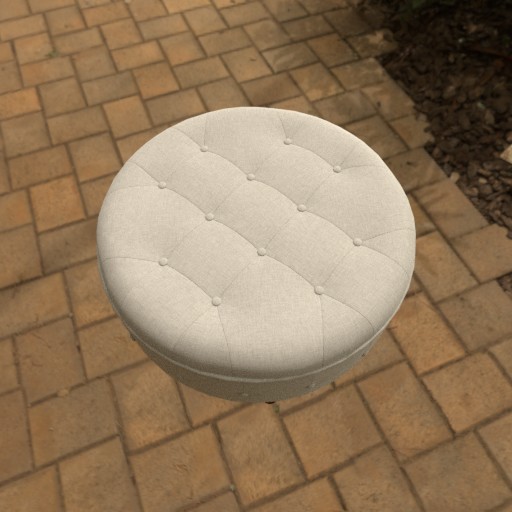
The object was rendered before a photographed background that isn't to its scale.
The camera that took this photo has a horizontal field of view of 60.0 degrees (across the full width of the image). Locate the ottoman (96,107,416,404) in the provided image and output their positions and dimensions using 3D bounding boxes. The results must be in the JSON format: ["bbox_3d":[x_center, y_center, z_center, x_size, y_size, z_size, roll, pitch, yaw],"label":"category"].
[{"bbox_3d":[0.000,0.000,1.340,0.850,0.483,0.850,0,59,0],"label":"ottoman"}]
